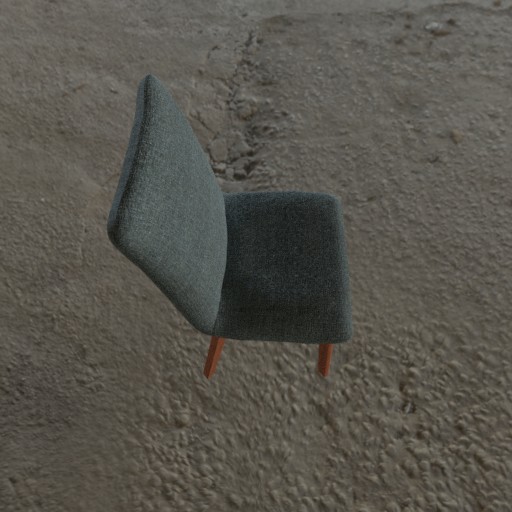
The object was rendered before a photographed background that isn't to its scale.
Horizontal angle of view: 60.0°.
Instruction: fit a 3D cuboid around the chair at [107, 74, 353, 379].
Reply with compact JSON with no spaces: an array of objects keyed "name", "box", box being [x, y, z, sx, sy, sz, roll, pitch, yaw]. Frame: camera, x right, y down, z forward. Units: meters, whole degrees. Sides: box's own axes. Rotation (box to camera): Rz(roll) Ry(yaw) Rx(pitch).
[{"name":"chair","box":[0.000,0.000,1.338,0.563,0.974,0.522,1,61,0]}]
